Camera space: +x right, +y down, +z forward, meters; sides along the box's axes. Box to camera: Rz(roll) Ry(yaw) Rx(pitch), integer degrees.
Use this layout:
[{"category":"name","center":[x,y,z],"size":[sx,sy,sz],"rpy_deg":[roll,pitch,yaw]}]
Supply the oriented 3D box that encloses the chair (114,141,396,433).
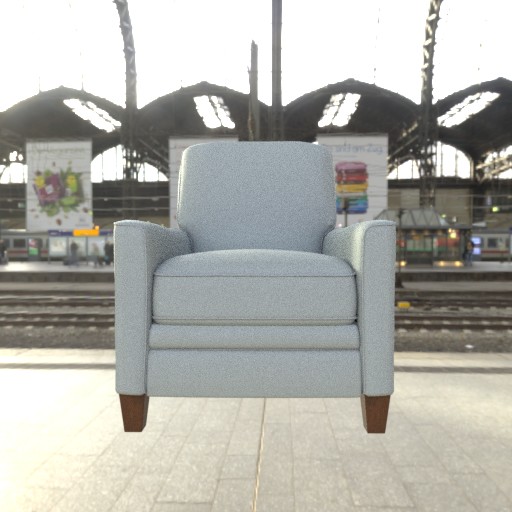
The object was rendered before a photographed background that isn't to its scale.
[{"category":"chair","center":[0.000,0.000,1.648],"size":[0.853,1.007,0.846],"rpy_deg":[0,1,1]}]
